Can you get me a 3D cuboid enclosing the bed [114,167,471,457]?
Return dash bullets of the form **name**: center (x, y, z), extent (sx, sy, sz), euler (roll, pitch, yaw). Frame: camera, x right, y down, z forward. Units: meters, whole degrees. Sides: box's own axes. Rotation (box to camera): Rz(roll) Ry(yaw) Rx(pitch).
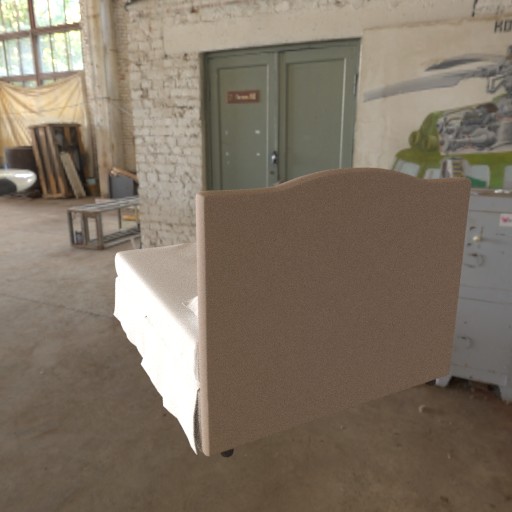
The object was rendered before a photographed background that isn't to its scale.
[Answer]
- **bed**: center (0.000, 0.000, 3.370), extent (1.821, 1.436, 2.282), euler (-8, 17, -27)
